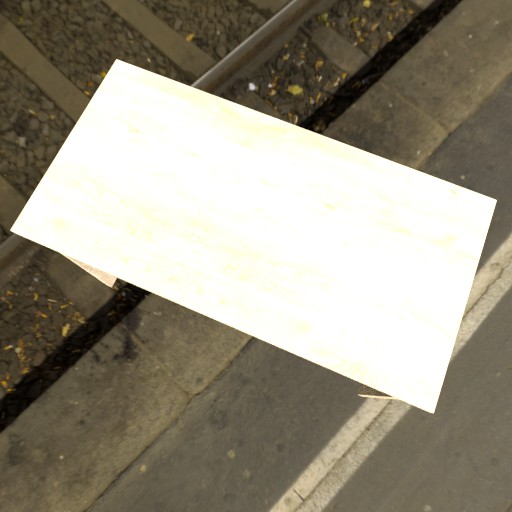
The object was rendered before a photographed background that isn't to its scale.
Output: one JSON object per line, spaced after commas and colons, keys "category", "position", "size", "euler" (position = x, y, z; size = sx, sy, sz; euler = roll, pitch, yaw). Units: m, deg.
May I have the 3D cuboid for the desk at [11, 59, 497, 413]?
{"category": "desk", "position": [0.000, 0.000, 1.471], "size": [1.100, 0.730, 0.560], "euler": [22, 75, 6]}
